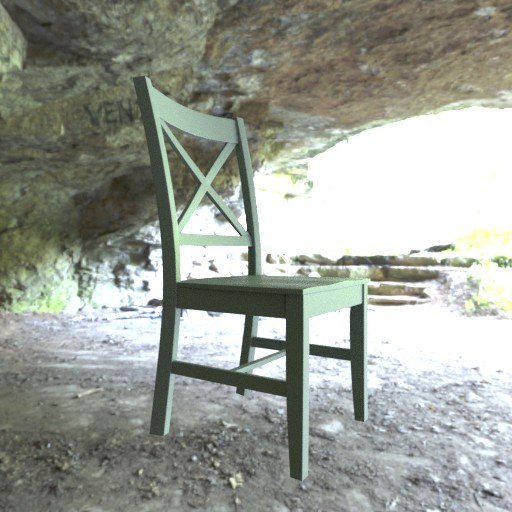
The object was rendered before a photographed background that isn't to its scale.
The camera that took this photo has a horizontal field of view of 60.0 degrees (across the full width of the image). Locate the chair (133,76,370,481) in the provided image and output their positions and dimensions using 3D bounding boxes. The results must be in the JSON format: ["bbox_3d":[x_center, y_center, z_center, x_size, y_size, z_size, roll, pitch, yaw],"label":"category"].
[{"bbox_3d":[0.000,0.000,1.291,0.542,0.983,0.485,0,1,33],"label":"chair"}]
